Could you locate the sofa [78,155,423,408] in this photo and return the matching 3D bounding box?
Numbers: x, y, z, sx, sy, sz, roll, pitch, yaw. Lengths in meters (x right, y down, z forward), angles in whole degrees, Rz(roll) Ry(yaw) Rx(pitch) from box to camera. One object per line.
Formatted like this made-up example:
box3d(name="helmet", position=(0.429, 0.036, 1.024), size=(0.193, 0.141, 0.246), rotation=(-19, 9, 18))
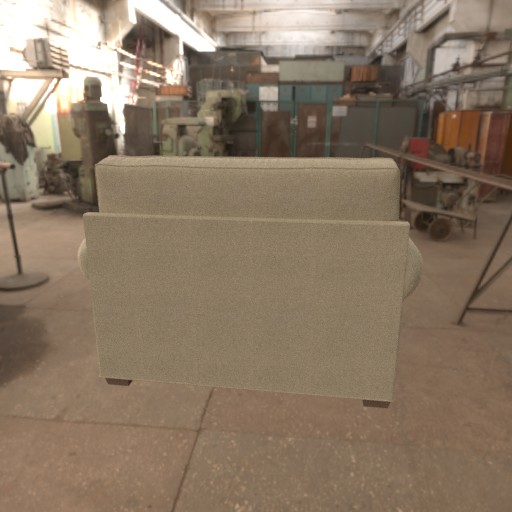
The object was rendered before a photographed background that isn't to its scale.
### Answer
box3d(name="sofa", position=(0.000, 0.000, 2.154), size=(1.405, 0.991, 0.936), rotation=(2, 17, 8))
